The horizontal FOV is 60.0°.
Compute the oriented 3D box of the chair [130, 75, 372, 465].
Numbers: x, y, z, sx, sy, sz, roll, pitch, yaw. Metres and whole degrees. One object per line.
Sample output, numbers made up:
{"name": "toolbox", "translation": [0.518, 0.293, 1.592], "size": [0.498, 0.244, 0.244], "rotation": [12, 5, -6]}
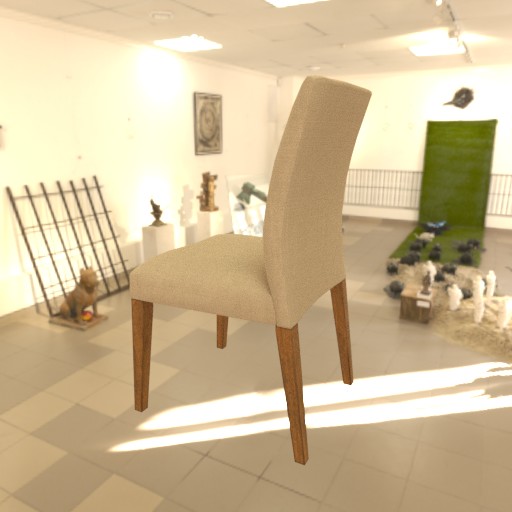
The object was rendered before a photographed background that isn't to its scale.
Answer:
{"name": "chair", "translation": [0.000, 0.000, 1.323], "size": [0.585, 0.940, 0.496], "rotation": [8, 17, 27]}
